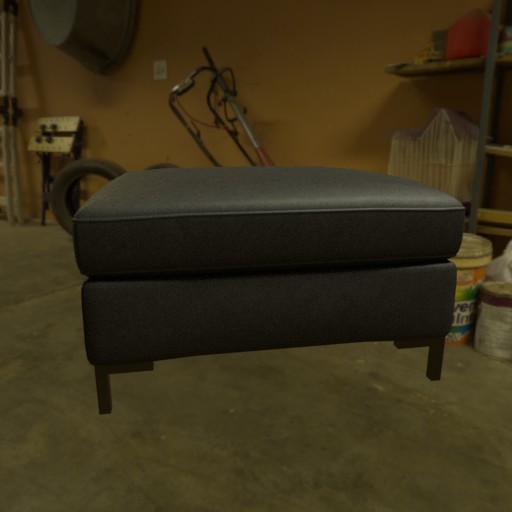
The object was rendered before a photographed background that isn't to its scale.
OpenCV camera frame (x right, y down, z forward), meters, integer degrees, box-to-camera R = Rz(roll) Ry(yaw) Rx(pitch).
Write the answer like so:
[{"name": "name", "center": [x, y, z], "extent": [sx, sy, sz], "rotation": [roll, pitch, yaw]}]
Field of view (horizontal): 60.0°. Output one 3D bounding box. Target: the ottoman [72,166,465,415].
[{"name": "ottoman", "center": [0.000, 0.000, 1.795], "extent": [1.187, 0.696, 0.967], "rotation": [-3, 15, -10]}]
